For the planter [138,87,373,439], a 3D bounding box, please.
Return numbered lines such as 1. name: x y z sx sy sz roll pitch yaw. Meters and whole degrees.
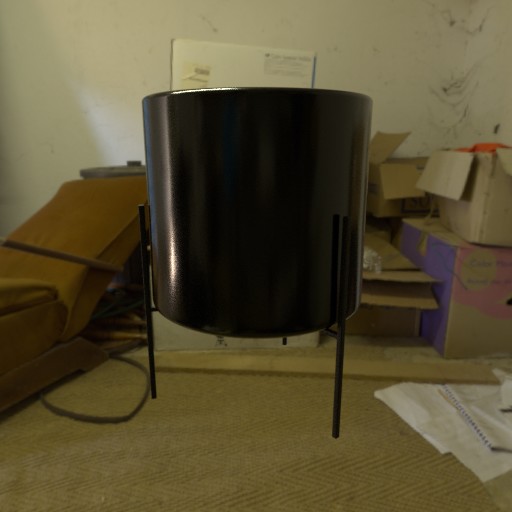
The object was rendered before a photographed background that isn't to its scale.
1. planter: 0.000 0.000 0.643 0.310 0.432 0.310 -7 16 -25
